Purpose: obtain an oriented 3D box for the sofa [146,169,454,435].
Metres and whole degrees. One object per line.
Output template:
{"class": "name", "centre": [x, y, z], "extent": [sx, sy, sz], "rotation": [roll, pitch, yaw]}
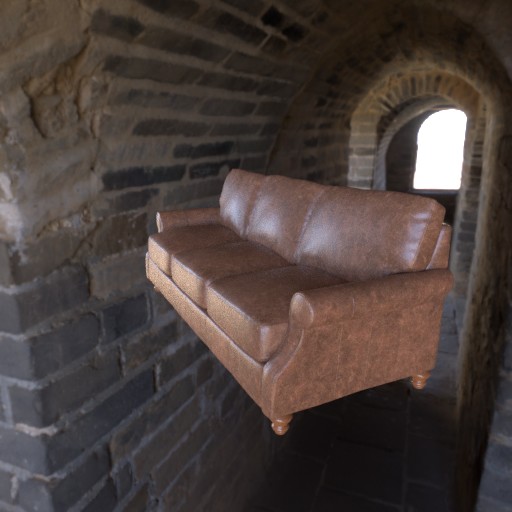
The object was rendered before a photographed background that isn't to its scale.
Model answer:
{"class": "sofa", "centre": [0.000, 0.000, 2.837], "extent": [0.973, 0.977, 2.351], "rotation": [-7, 16, -25]}
